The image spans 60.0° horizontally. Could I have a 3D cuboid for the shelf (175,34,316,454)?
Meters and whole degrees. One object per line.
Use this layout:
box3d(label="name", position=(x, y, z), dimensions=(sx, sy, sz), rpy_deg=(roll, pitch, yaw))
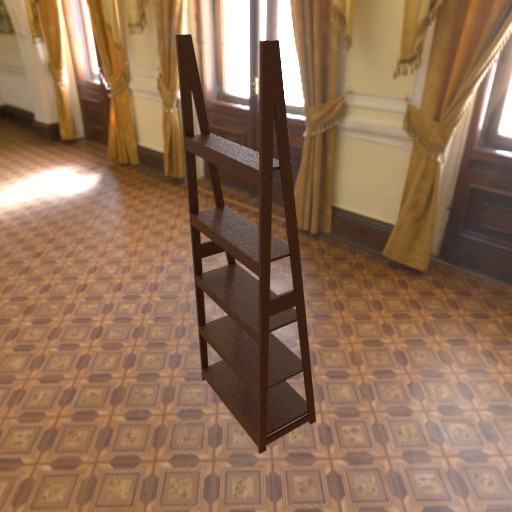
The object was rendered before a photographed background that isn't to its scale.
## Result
box3d(label="shelf", position=(0.000, 0.000, 1.990), dimensions=(0.350, 1.770, 0.600), rpy_deg=(-17, 33, -29))
